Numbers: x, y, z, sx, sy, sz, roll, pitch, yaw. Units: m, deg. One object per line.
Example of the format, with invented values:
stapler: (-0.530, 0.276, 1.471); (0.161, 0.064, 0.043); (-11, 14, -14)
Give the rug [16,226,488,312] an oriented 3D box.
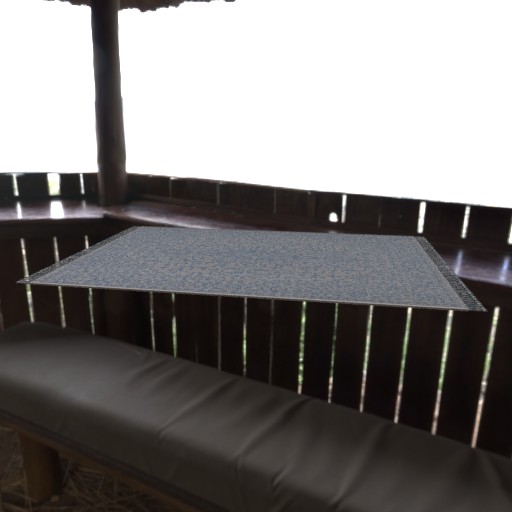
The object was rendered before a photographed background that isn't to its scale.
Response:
rug: (0.000, 0.000, 2.975); (2.438, 0.010, 1.524); (3, 16, 9)
